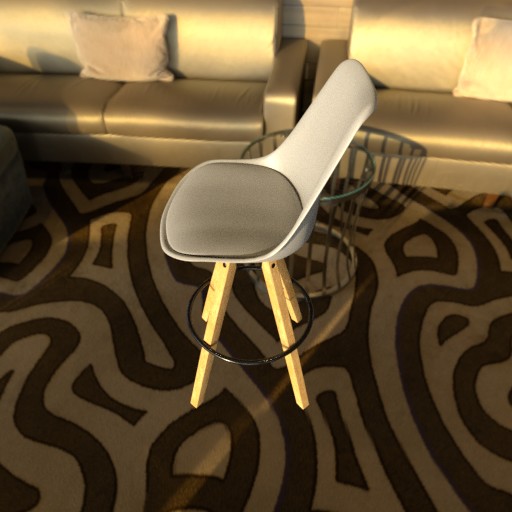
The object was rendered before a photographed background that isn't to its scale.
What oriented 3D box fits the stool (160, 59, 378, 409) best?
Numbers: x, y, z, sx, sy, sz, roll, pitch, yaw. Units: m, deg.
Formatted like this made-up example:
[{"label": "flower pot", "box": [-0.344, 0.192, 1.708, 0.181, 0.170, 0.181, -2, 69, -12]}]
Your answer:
[{"label": "stool", "box": [0.000, 0.000, 1.396, 0.550, 1.115, 0.485, 1, 43, 1]}]
